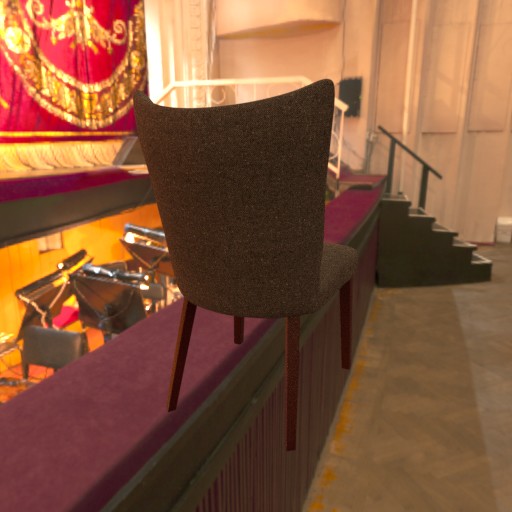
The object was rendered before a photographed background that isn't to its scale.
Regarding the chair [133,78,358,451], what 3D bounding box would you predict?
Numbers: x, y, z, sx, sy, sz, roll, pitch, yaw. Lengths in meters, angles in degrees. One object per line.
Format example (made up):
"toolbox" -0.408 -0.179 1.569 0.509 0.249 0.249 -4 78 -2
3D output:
"chair" 0.000 0.000 1.314 0.535 0.924 0.623 8 17 25
